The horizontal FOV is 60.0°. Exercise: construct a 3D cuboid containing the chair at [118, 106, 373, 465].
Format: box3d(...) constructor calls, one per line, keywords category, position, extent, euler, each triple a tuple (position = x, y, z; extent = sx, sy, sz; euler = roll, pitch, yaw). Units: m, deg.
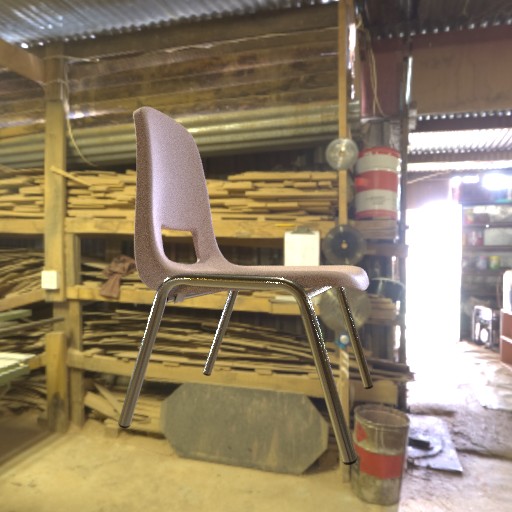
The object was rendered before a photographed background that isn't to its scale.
box3d(category="chair", position=(0.000, 0.000, 0.789), extent=(0.385, 0.537, 0.354), euler=(0, 0, 18))
